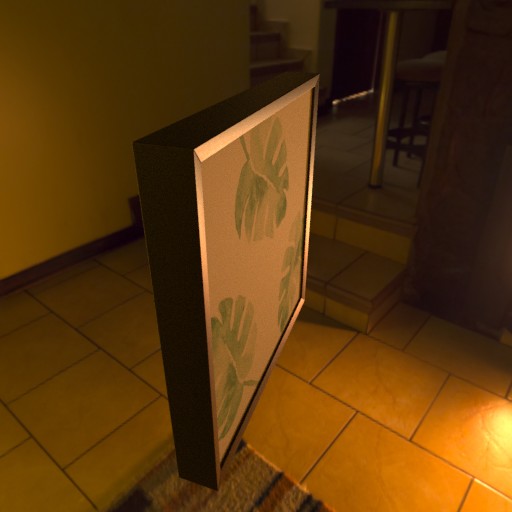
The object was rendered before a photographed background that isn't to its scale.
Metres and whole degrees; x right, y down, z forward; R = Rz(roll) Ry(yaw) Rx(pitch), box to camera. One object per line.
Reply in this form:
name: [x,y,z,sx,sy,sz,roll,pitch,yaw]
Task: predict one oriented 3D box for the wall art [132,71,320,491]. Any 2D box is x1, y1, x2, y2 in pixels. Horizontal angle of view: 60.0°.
wall art: [0.000,0.000,0.442,0.038,0.304,0.304,10,31,17]
